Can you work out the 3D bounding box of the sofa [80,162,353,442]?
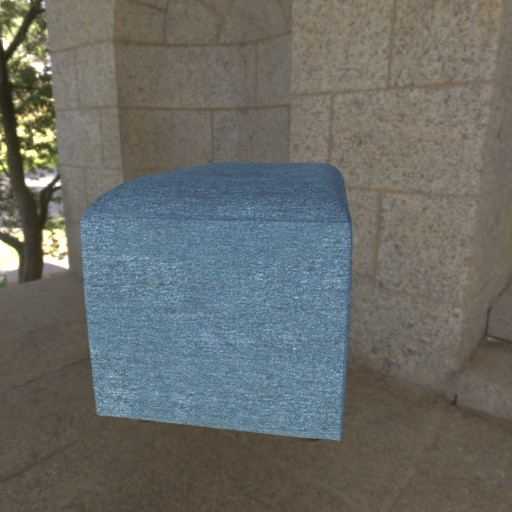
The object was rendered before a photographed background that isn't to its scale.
[{"bbox_3d":[0.000,0.000,1.194,0.480,0.470,0.930,3,15,10],"label":"sofa"}]
